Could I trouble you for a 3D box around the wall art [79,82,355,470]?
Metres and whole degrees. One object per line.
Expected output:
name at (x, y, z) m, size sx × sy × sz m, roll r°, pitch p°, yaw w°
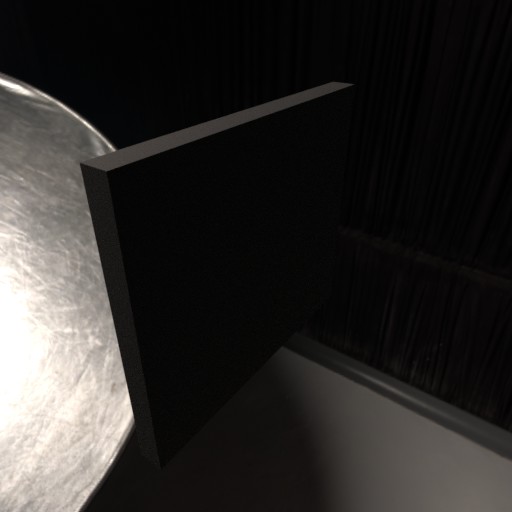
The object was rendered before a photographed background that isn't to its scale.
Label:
wall art at (0.000, 0.000, 0.520) m, size 0.031 × 0.330 × 0.381 m, roll 21°, pitch 37°, yaw 30°
